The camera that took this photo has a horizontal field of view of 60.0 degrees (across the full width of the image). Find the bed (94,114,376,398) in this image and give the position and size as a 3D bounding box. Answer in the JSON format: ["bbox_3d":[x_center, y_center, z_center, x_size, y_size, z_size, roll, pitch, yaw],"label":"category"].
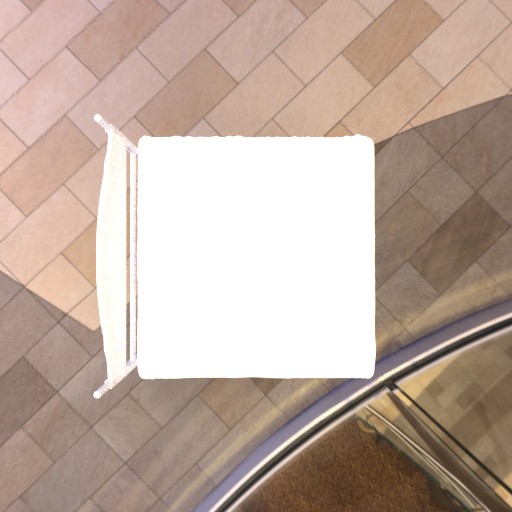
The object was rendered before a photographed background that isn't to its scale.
[{"bbox_3d":[0.000,0.000,3.643,2.219,1.355,2.322,0,90,0],"label":"bed"}]
